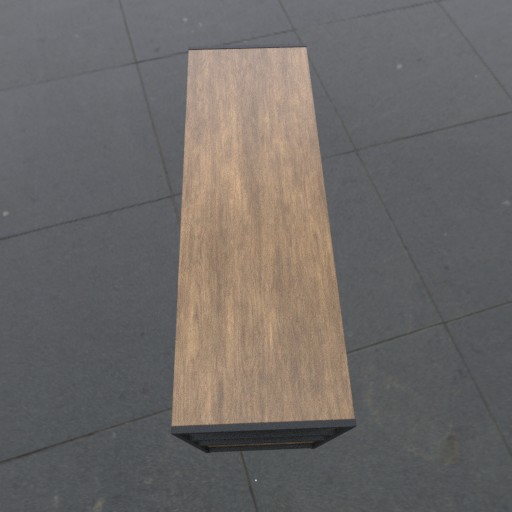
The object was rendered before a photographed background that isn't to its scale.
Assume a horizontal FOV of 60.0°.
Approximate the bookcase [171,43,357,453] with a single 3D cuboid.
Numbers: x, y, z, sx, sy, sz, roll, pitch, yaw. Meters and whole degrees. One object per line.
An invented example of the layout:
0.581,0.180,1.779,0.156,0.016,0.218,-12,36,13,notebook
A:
0.000,0.000,1.471,0.391,0.712,1.149,-2,63,-1,bookcase
